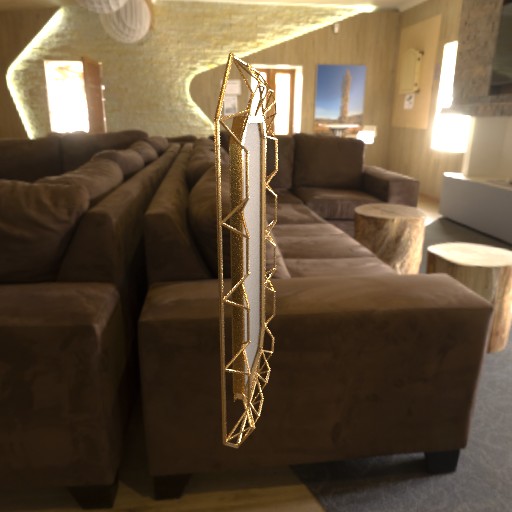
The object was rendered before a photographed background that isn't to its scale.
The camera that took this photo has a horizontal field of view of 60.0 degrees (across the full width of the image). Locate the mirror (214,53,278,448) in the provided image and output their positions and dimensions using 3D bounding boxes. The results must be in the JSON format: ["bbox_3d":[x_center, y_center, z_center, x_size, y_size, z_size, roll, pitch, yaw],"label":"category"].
[{"bbox_3d":[0.000,0.000,1.082,0.051,0.870,0.572,3,18,9],"label":"mirror"}]
